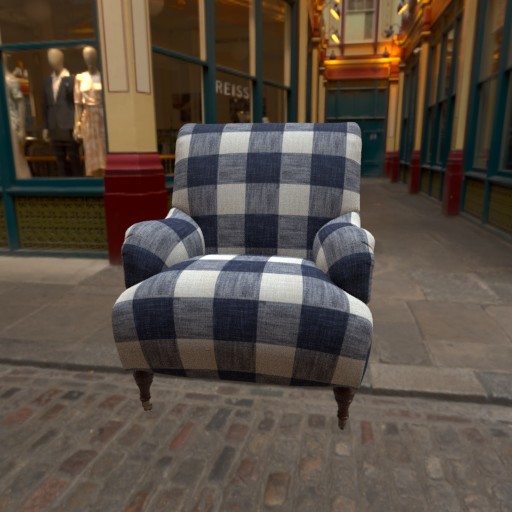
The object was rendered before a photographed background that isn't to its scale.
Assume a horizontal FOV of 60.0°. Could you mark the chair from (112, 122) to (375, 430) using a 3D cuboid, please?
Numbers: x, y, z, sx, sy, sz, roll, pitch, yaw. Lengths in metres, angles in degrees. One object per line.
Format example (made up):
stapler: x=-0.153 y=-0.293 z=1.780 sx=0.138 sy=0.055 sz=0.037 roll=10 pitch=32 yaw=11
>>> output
chair: x=0.000 y=0.000 z=1.605 sx=0.781 sy=0.953 sz=0.848 roll=2 pitch=14 yaw=9
